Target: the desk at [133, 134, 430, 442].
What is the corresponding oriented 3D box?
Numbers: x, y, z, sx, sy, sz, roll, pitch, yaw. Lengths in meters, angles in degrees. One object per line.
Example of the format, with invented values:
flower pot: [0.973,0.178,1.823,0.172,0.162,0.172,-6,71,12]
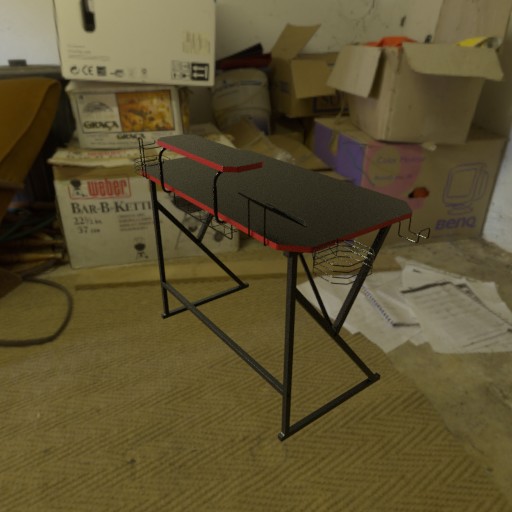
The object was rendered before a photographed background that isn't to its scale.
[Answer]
desk: [0.000,0.000,1.765,0.588,0.913,1.280,-19,32,-32]
